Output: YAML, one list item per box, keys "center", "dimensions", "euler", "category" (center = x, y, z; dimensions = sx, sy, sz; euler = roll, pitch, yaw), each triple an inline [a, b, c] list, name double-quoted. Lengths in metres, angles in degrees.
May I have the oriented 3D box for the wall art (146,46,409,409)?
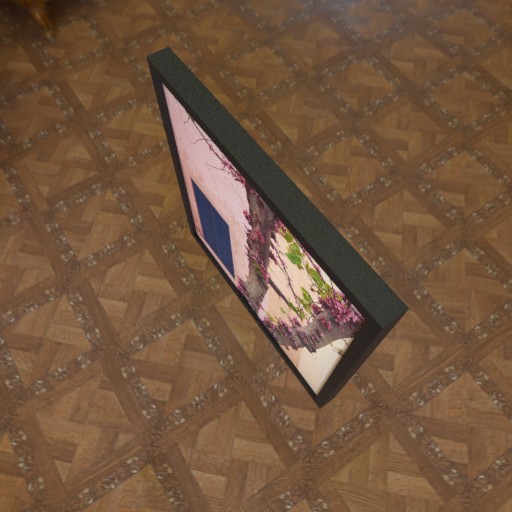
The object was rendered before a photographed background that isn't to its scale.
- center: [0.000, 0.000, 0.782]
  dimensions: [0.038, 0.508, 0.508]
  euler: [-32, 67, -16]
  category: "wall art"
